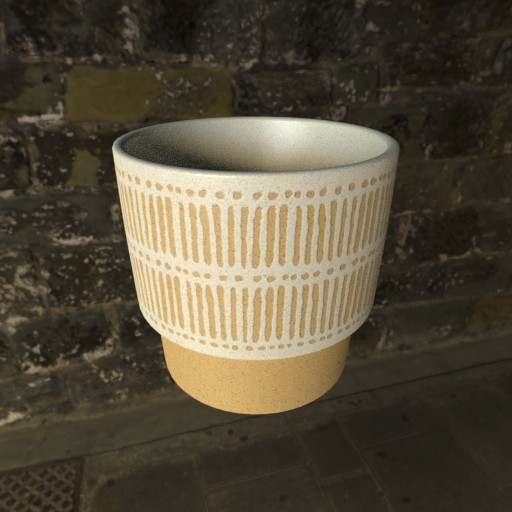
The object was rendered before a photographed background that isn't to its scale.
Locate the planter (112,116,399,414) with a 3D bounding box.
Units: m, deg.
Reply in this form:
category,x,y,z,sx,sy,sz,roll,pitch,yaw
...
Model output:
category,x,y,z,sx,sy,sz,roll,pitch,yaw
planter,0.000,0.000,0.573,0.317,0.303,0.317,0,26,0
